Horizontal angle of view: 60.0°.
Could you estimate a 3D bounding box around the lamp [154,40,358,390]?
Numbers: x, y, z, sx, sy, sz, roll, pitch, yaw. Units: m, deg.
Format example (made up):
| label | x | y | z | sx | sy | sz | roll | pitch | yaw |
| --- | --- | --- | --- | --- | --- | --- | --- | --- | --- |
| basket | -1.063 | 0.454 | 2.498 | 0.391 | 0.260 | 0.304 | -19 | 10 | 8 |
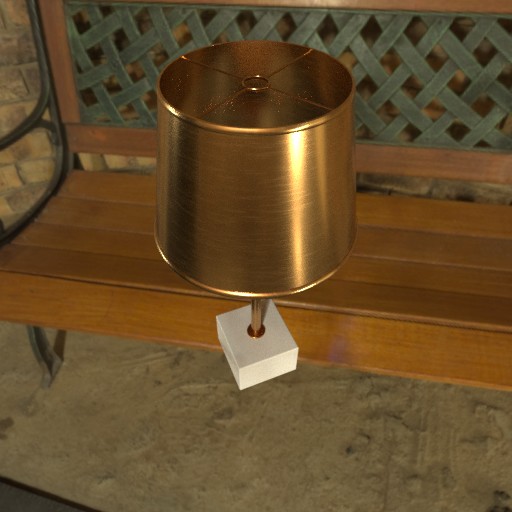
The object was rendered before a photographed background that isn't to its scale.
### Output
| label | x | y | z | sx | sy | sz | roll | pitch | yaw |
| --- | --- | --- | --- | --- | --- | --- | --- | --- | --- |
| lamp | 0.000 | 0.000 | 0.496 | 0.208 | 0.406 | 0.208 | 0 | 46 | 0 |
